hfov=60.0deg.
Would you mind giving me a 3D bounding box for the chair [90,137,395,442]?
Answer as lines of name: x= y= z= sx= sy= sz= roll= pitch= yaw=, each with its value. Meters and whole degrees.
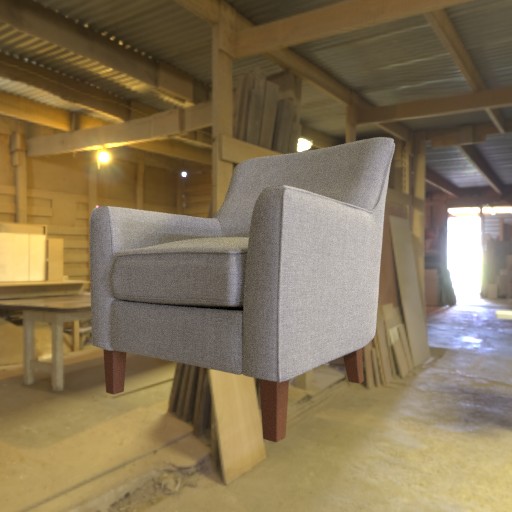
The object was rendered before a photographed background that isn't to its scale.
chair: x=0.000 y=0.000 z=1.814 sx=0.887 sy=1.047 sz=0.993 roll=0 pitch=-1 yaw=36
